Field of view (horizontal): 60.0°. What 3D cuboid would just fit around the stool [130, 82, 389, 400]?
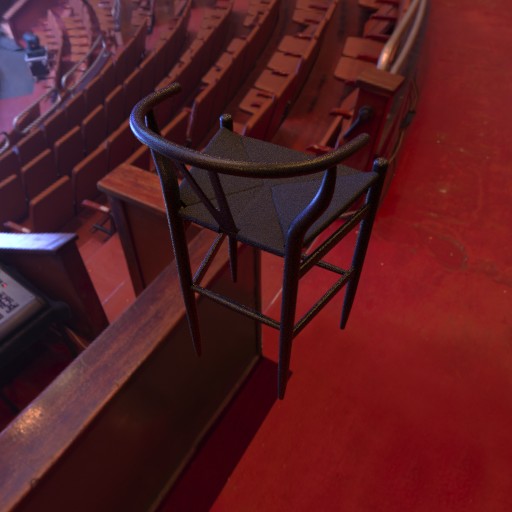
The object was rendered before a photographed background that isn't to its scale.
[{"bbox_3d":[0.000,0.000,1.400,0.569,1.072,0.579,22,50,20],"label":"stool"}]
